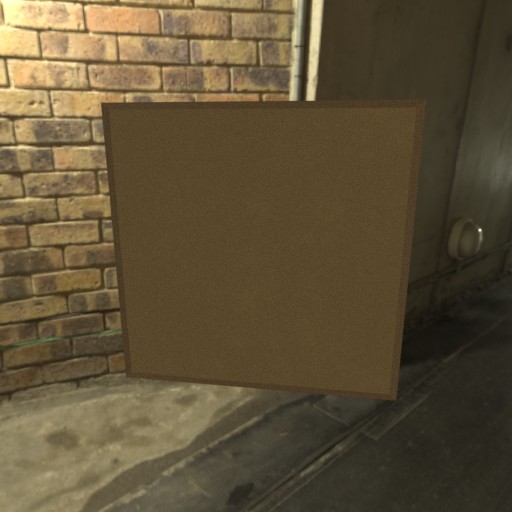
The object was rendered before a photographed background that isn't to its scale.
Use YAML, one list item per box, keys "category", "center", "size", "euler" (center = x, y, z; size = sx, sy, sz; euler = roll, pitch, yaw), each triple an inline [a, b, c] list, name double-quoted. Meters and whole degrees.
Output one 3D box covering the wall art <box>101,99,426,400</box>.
- category: "wall art"
  center: [0.000, 0.000, 1.151]
  size: [0.761, 0.758, 0.038]
  euler: [2, 16, 8]
